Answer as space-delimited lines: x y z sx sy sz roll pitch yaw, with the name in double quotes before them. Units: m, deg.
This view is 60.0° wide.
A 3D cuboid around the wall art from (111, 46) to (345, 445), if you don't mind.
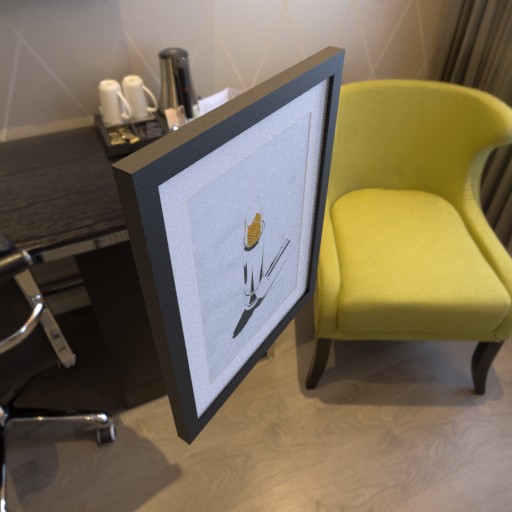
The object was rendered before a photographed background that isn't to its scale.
"wall art" 0.000 0.000 0.754 0.029 0.559 0.457 25 47 25
